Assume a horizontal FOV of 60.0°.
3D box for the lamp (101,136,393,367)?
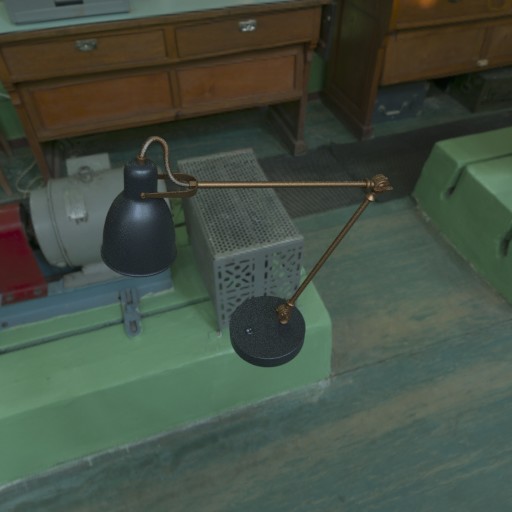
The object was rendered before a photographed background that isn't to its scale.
[{"bbox_3d":[0.000,0.000,0.893,0.561,0.587,0.187,-15,48,-14],"label":"lamp"}]
